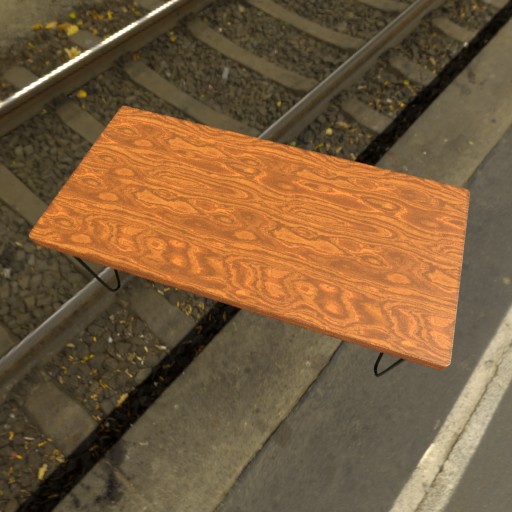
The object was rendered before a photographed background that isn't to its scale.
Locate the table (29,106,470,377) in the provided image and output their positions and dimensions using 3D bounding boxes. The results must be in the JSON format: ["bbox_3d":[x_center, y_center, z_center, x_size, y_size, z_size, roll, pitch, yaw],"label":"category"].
[{"bbox_3d":[0.000,0.000,2.300,1.791,0.753,0.883,16,60,10],"label":"table"}]
